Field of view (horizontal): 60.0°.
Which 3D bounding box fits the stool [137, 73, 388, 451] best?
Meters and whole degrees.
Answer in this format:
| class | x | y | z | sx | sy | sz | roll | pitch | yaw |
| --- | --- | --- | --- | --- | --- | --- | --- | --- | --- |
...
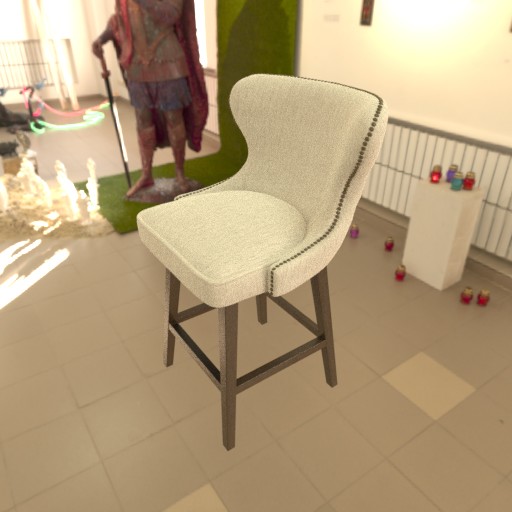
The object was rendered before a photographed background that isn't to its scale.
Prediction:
| class | x | y | z | sx | sy | sz | roll | pitch | yaw |
| --- | --- | --- | --- | --- | --- | --- | --- | --- | --- |
| stool | 0.000 | 0.000 | 1.377 | 0.597 | 0.972 | 0.615 | -20 | 36 | -30 |
